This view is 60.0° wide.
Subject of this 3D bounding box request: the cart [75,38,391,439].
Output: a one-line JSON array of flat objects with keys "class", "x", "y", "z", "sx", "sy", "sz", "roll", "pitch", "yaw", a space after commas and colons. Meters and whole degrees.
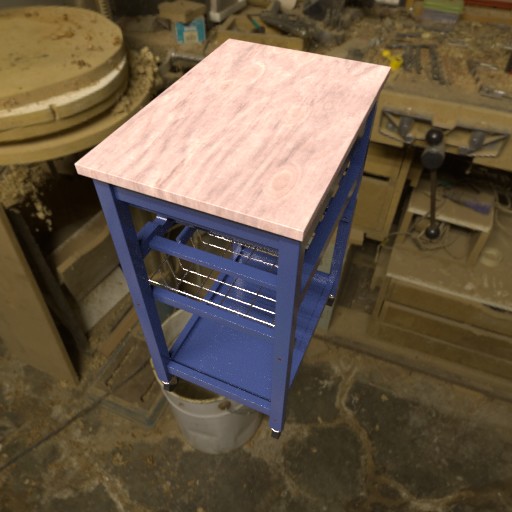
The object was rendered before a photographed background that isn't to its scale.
[{"class": "cart", "x": 0.000, "y": 0.000, "z": 1.160, "sx": 0.403, "sy": 0.839, "sz": 0.584, "roll": 18, "pitch": 49, "yaw": 16}]
